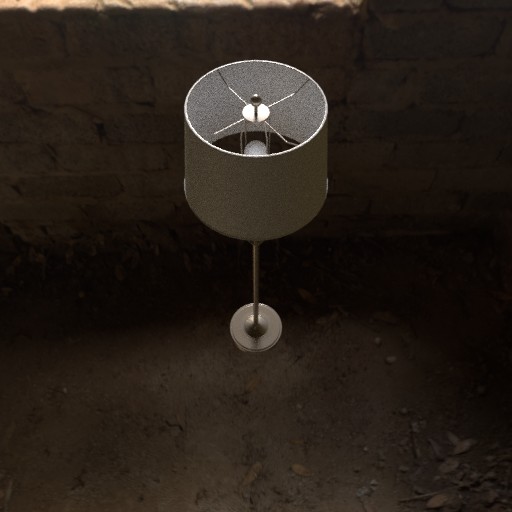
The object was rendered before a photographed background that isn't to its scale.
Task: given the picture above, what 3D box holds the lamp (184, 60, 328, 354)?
[{"bbox_3d":[0.000,0.000,1.706,0.431,1.488,0.431,0,59,0],"label":"lamp"}]
